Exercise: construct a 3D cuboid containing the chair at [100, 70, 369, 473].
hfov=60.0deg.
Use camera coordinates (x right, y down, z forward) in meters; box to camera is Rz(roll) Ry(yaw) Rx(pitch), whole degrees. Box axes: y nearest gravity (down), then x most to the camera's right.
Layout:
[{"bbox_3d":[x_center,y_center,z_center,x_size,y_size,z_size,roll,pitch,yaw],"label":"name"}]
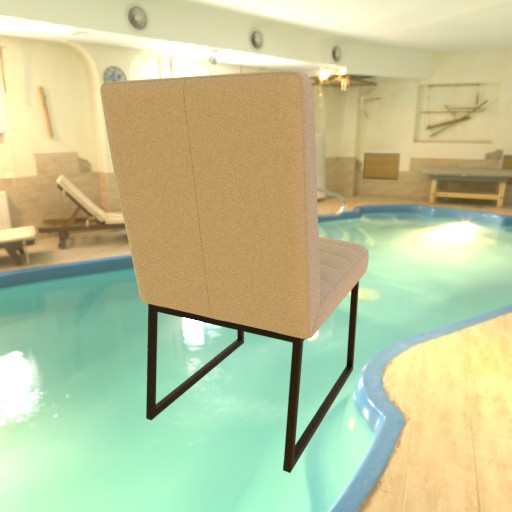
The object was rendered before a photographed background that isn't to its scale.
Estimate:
[{"bbox_3d":[0.000,0.000,1.292,0.520,0.930,0.634,8,18,27],"label":"chair"}]
